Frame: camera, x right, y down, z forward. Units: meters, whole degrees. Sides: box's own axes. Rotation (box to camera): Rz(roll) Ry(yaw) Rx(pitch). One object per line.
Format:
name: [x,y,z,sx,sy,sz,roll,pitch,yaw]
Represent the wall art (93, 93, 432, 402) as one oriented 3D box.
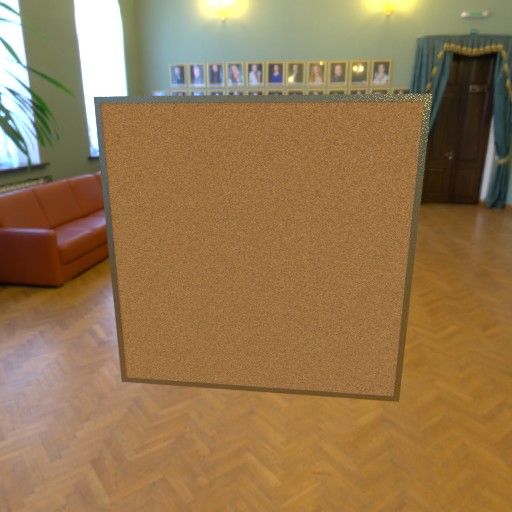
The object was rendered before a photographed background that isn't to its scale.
wall art: [0.000,0.000,1.183,0.806,0.806,0.038,2,17,7]
